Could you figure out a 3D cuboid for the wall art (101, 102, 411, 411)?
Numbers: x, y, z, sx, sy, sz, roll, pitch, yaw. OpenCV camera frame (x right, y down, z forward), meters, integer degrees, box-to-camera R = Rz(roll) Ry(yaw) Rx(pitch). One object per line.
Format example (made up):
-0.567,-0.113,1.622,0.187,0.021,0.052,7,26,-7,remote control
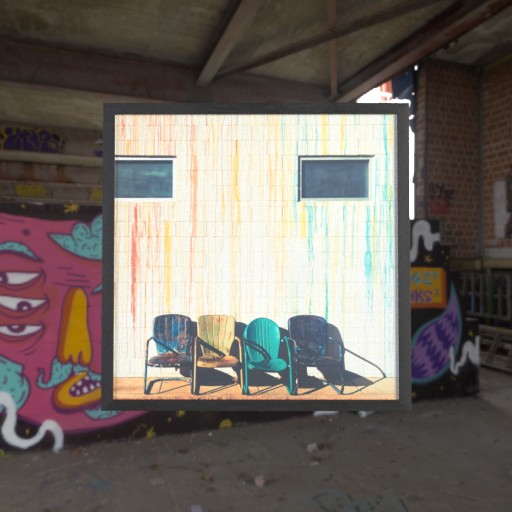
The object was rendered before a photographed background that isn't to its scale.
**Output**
0.000,0.000,1.115,0.763,0.763,0.039,0,-1,0,wall art
